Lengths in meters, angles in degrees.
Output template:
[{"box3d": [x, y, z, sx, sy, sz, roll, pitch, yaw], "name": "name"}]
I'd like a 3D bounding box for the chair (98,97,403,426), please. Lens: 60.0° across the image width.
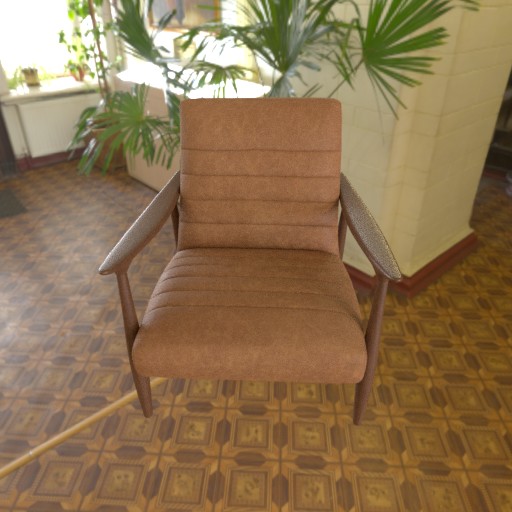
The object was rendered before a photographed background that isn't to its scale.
[{"box3d": [0.000, 0.000, 1.424, 0.741, 0.832, 0.798, 1, 32, 2], "name": "chair"}]
